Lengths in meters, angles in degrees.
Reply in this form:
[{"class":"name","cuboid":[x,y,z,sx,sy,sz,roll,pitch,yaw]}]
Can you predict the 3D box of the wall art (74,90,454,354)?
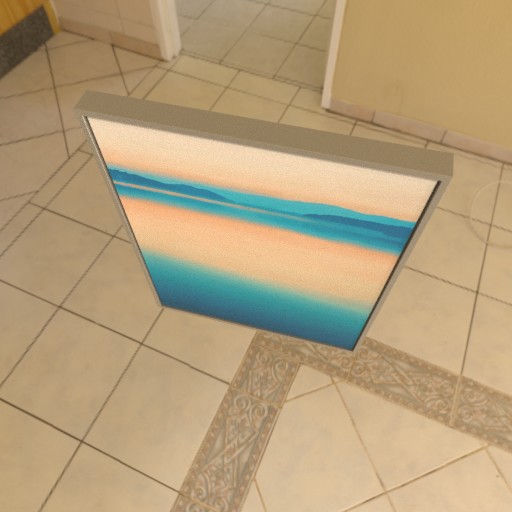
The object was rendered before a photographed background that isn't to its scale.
[{"class":"wall art","cuboid":[0.000,0.000,0.756,0.453,0.554,0.037,12,58,8]}]
